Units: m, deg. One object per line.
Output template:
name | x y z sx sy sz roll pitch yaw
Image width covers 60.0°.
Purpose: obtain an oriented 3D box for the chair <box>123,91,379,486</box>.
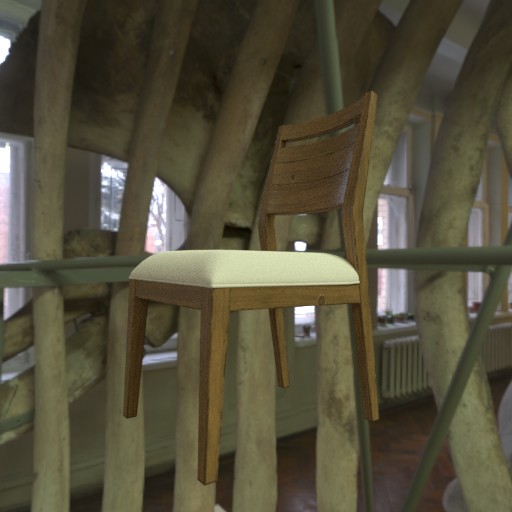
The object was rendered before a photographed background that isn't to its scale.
chair | 0.000 0.000 1.282 0.610 0.939 0.497 0 0 -36
